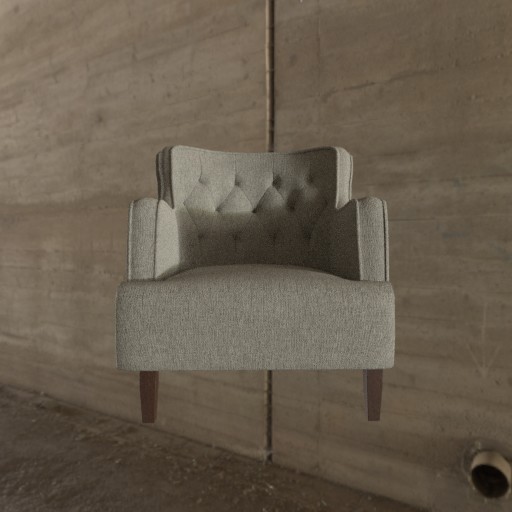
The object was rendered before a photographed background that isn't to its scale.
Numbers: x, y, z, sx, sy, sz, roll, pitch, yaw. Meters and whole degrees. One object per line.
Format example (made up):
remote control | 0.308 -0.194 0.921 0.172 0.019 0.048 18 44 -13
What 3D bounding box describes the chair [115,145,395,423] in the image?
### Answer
chair | 0.000 0.000 1.610 0.820 0.920 0.910 0 2 -1
